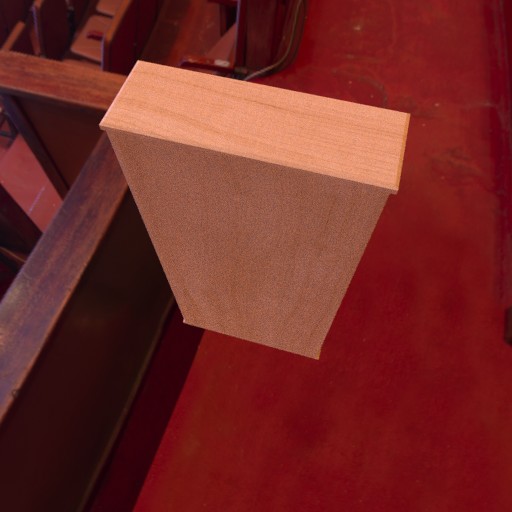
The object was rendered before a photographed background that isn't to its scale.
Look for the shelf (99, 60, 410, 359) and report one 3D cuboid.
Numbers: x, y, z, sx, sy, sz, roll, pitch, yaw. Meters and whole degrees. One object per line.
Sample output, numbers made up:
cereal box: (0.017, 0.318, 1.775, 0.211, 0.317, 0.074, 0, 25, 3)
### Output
shelf: (0.000, 0.000, 1.231, 0.520, 1.030, 0.175, 14, 63, 7)
